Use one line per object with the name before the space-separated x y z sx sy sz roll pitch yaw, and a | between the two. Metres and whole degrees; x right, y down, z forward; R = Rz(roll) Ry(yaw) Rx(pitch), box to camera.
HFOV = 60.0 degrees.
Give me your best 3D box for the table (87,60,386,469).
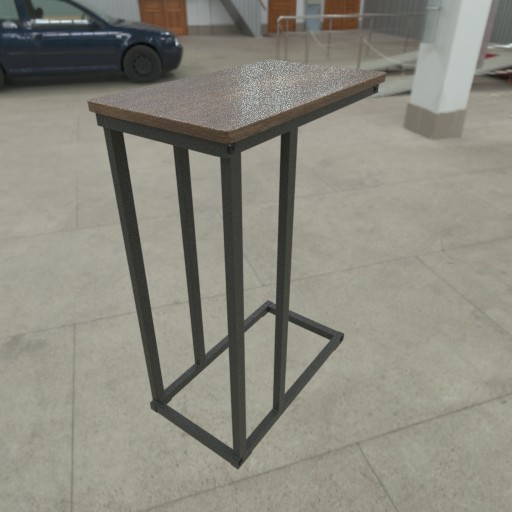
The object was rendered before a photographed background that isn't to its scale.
table | 0.000 0.000 0.867 0.254 0.637 0.450 21 38 30
